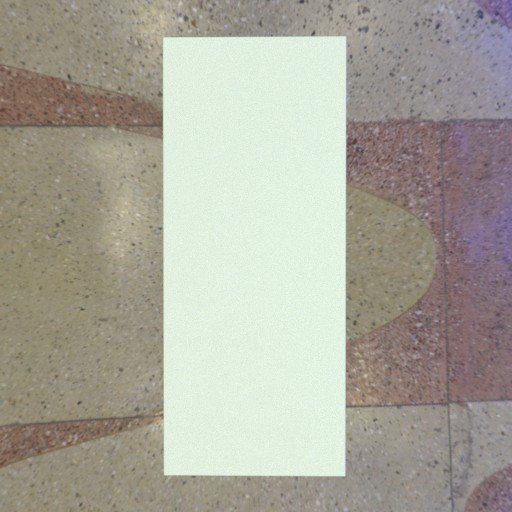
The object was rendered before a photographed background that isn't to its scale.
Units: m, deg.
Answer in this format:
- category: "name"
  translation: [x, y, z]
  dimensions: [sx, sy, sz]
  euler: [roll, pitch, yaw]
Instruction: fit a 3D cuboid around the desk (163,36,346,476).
- category: "desk"
  translation: [0.000, 0.000, 1.615]
  dimensions: [0.508, 0.775, 1.220]
  euler: [0, 91, 1]
